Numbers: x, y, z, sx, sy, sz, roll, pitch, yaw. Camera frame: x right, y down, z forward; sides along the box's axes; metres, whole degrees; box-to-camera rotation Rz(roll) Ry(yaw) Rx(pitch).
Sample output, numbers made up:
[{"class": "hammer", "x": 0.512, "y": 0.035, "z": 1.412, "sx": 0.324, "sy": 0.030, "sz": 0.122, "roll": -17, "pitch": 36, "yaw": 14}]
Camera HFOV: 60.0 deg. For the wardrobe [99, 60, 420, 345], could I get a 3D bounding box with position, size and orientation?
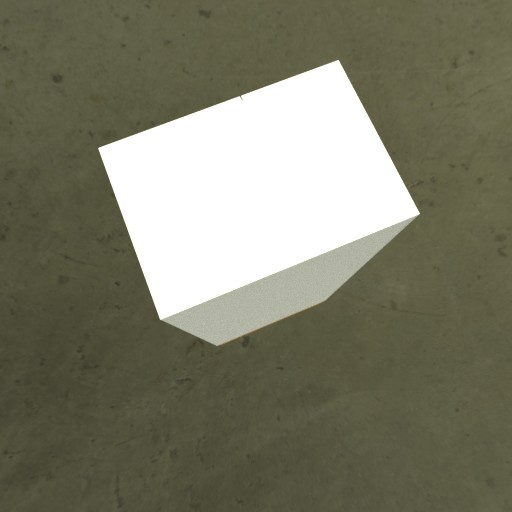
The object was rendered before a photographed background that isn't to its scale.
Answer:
[{"class": "wardrobe", "x": 0.000, "y": 0.000, "z": 2.404, "sx": 0.860, "sy": 2.040, "sz": 0.600, "roll": -22, "pitch": 77, "yaw": -5}]
